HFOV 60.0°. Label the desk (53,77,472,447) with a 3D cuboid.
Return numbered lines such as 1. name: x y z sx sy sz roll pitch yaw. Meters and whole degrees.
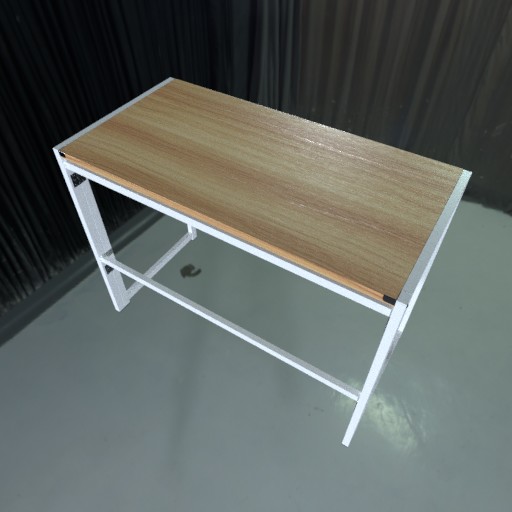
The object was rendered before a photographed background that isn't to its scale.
1. desk: 0.000 0.000 1.469 1.016 0.762 0.508 25 52 21
